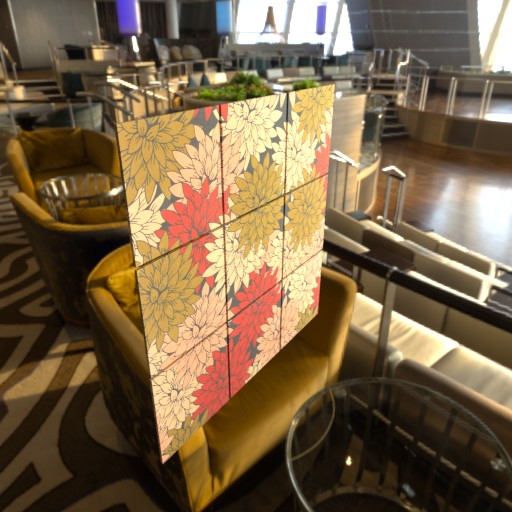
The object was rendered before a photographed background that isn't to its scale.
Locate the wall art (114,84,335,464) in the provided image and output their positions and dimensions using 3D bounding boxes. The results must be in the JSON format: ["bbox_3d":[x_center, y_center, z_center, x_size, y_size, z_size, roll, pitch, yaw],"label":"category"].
[{"bbox_3d":[0.000,0.000,2.272,0.013,1.534,1.519,17,31,31],"label":"wall art"}]
